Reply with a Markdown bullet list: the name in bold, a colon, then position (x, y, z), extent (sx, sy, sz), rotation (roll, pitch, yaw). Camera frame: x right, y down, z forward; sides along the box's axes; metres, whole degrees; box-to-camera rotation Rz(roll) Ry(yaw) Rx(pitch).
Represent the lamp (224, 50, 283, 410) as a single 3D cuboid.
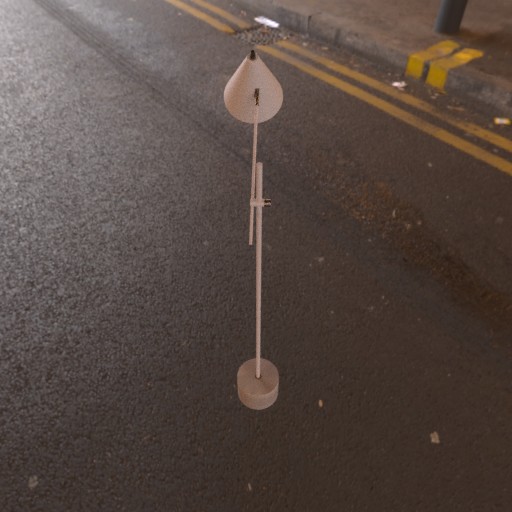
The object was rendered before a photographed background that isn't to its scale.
- **lamp**: position (0.000, 0.000, 1.645), extent (0.223, 1.430, 0.508), rotation (2, 45, 2)
